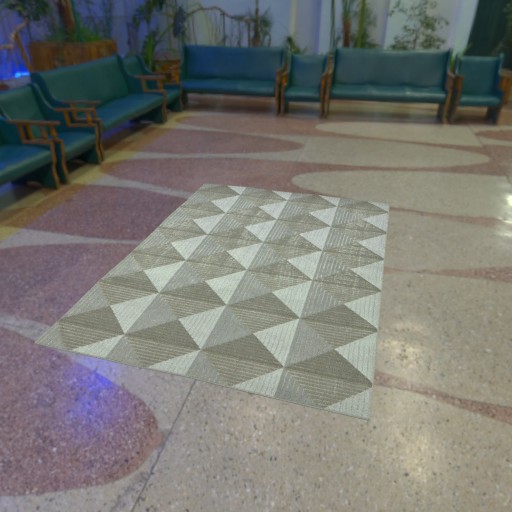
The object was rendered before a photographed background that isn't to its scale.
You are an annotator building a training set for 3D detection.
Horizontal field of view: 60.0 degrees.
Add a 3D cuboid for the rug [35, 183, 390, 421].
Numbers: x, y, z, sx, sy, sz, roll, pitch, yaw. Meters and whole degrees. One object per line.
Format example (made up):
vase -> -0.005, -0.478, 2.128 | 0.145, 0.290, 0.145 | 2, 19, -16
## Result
rug -> 0.000, 0.000, 4.344 | 2.428, 0.027, 3.333 | 9, 32, 14
